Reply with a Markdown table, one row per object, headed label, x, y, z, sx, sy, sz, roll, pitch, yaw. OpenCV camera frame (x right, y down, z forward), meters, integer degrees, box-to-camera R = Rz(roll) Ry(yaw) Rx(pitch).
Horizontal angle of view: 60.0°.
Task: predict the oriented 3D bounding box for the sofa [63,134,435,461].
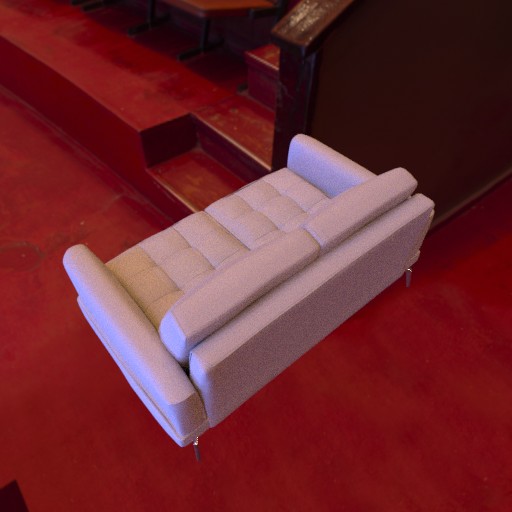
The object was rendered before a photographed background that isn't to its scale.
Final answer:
| label | x | y | z | sx | sy | sz | roll | pitch | yaw |
| --- | --- | --- | --- | --- | --- | --- | --- | --- | --- |
| sofa | 0.000 | 0.000 | 2.495 | 1.819 | 0.930 | 1.121 | -32 | 55 | -26 |
